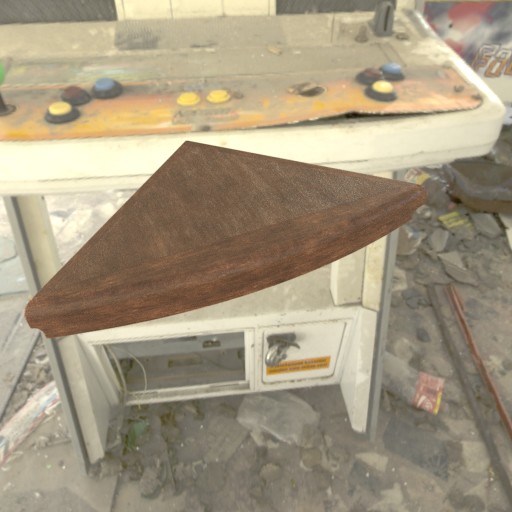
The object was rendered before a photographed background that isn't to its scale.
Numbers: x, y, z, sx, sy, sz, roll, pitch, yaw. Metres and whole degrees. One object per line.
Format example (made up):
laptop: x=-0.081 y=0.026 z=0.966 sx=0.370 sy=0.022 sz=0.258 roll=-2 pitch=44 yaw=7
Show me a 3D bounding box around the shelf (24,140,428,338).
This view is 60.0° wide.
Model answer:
shelf: x=0.000 y=0.000 z=0.455 sx=0.310 sy=0.050 sz=0.310 roll=14 pitch=45 yaw=15
